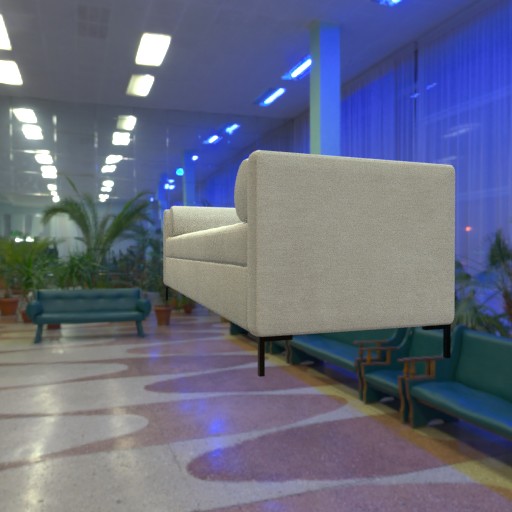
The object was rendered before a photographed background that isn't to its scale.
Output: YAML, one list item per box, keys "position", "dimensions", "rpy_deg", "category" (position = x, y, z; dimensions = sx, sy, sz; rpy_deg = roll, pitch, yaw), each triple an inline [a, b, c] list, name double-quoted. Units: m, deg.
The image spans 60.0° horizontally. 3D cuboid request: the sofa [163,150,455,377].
- position: [0.000, 0.000, 2.246]
  dimensions: [0.686, 0.635, 1.981]
  rpy_deg: [0, 1, -19]
  category: "sofa"
